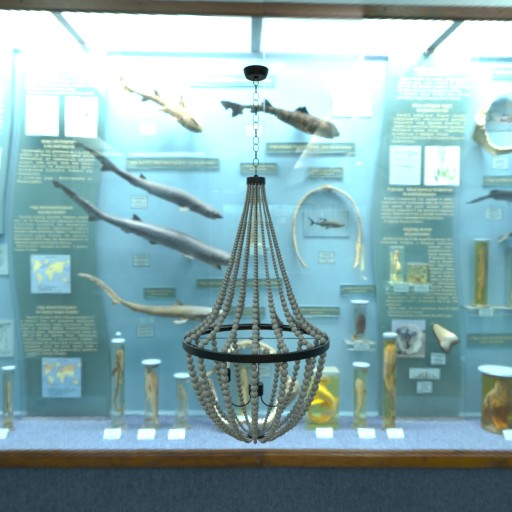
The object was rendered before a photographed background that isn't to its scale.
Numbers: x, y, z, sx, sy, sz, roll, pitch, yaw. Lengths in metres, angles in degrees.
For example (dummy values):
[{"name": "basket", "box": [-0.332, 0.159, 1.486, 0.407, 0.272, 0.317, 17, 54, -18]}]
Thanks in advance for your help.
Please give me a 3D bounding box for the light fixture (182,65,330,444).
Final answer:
[{"name": "light fixture", "box": [0.000, 0.000, 1.365, 0.450, 1.133, 0.450, 0, 2, 0]}]
